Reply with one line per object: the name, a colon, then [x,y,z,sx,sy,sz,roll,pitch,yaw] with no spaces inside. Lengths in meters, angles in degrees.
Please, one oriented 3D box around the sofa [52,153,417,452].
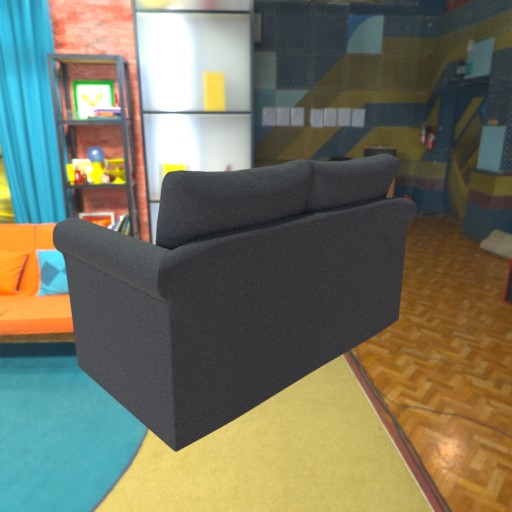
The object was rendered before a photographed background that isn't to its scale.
sofa: [0.000,0.000,1.961,1.460,0.872,0.741,-16,23,-42]
